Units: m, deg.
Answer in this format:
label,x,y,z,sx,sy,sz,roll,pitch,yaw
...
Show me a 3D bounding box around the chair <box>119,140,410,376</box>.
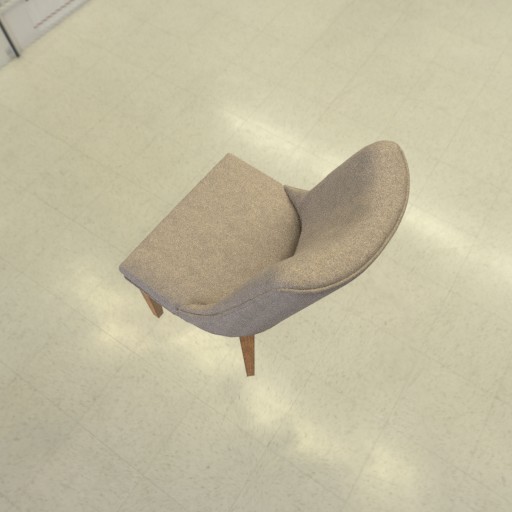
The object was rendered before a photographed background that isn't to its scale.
label,x,y,z,sx,sy,sz,roll,pitch,yaw
chair,0.000,0.000,1.322,0.636,0.916,0.548,33,68,16
